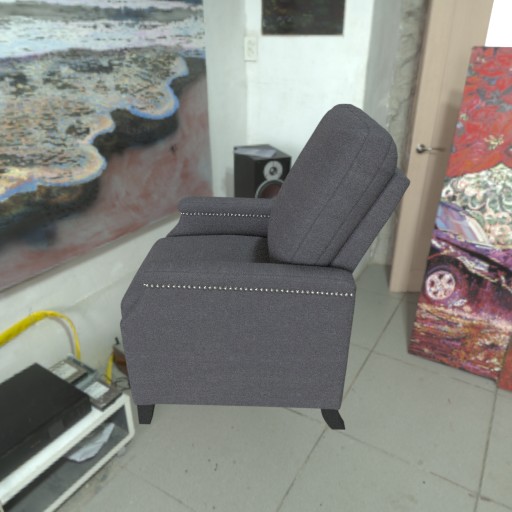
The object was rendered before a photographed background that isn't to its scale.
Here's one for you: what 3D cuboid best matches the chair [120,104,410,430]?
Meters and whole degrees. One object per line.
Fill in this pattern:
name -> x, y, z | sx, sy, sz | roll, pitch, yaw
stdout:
chair -> 0.000, 0.000, 1.681 | 0.922, 1.049, 0.710 | 1, 26, 2
